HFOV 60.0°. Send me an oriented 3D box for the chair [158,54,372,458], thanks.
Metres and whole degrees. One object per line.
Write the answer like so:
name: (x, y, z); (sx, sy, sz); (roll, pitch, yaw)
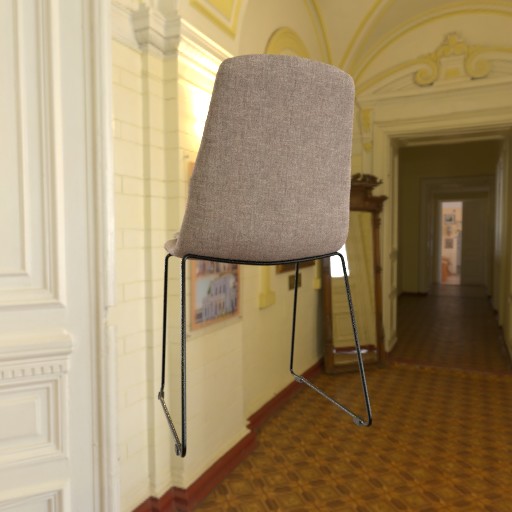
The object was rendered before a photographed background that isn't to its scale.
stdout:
chair: (0.000, 0.000, 1.181); (0.479, 0.858, 0.518); (-1, 3, -19)
